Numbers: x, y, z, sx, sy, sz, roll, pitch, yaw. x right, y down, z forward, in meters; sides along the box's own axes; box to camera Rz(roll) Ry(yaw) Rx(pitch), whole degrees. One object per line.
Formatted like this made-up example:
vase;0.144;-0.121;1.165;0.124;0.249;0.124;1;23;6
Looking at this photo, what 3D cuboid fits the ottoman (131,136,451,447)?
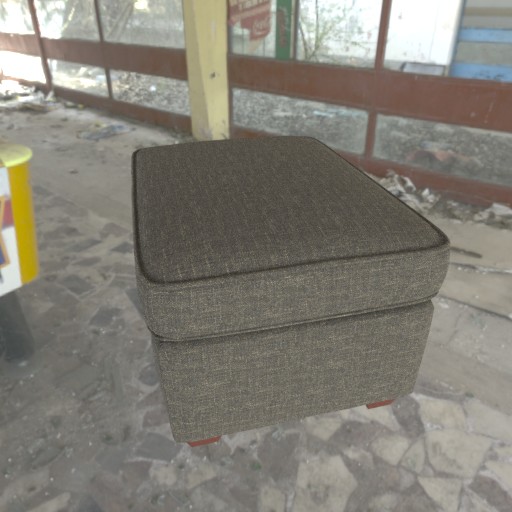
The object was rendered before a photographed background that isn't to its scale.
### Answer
ottoman;0.000;0.000;1.088;0.549;0.450;0.749;-7;31;-12
